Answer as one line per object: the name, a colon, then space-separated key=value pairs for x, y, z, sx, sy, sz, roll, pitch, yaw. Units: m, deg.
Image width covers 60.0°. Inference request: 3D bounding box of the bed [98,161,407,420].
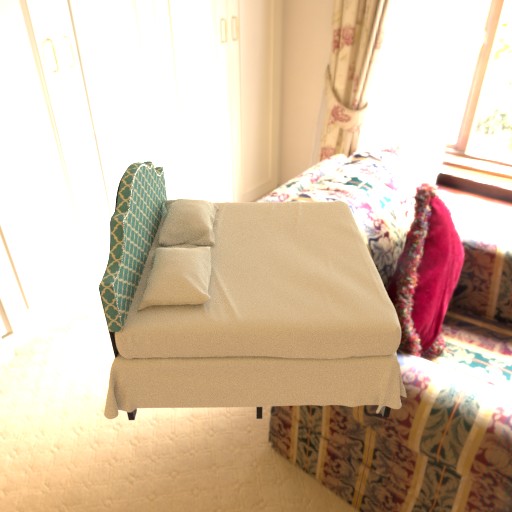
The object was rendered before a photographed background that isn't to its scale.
bed: x=0.000 y=0.000 z=3.798 sx=2.222 sy=1.601 sz=2.314 roll=0 pitch=33 yaw=-1
